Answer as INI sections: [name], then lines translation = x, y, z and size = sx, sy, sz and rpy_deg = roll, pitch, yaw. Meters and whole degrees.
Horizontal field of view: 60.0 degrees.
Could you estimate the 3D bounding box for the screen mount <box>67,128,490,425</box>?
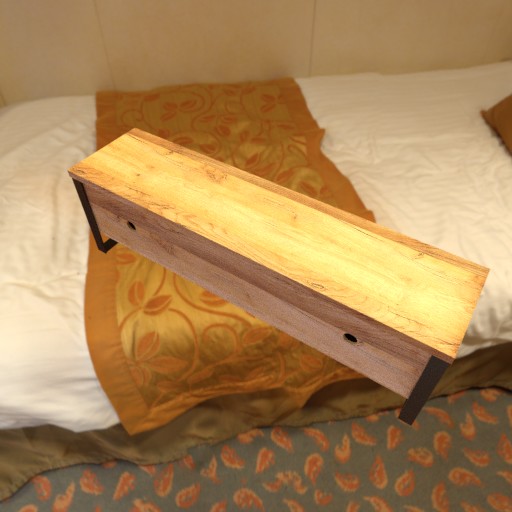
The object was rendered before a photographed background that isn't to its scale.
[screen mount]
translation = 0.000, 0.000, 1.739
size = 1.524, 0.450, 0.395
rpy_deg = 26, 52, 22
